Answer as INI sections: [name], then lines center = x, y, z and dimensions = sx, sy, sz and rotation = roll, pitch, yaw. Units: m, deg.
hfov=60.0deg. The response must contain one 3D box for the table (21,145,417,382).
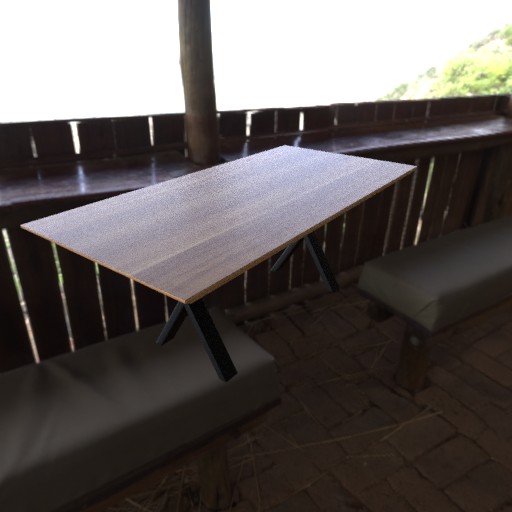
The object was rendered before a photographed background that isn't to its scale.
[table]
center = 0.000, 0.000, 2.499
dimensions = 1.000, 0.770, 2.000
rotation = 19, 32, 33
